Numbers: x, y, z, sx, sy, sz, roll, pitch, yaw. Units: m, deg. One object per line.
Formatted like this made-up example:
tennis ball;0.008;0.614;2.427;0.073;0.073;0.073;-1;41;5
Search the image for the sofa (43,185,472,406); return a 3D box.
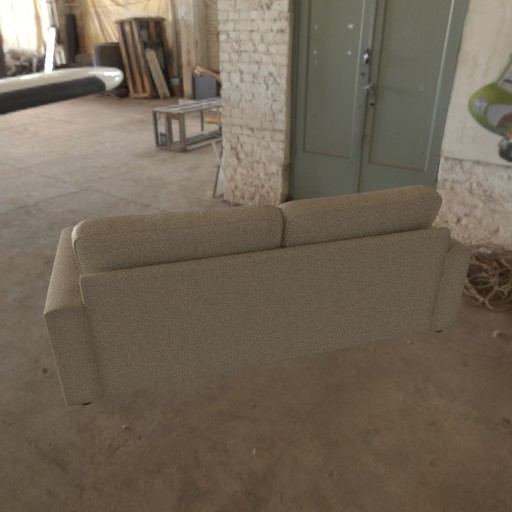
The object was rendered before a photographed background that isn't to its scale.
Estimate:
sofa;0.000;0.000;2.619;2.179;0.873;1.016;-8;28;-15
